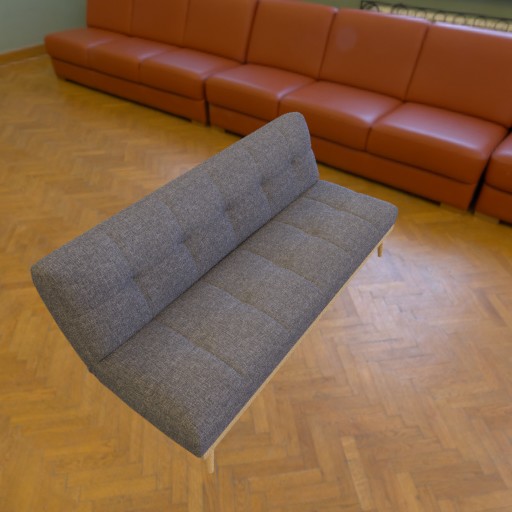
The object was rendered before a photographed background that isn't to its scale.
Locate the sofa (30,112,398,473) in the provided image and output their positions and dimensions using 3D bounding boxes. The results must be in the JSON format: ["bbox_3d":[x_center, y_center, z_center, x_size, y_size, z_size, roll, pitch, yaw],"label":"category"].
[{"bbox_3d":[0.000,0.000,2.235,0.820,0.770,1.820,25,46,27],"label":"sofa"}]
